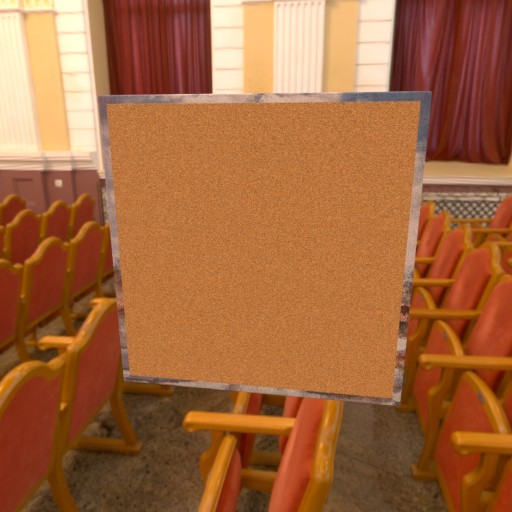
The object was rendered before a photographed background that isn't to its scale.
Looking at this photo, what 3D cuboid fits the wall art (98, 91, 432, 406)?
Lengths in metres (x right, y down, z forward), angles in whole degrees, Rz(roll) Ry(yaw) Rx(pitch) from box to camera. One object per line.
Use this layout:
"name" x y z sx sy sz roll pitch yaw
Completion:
"wall art" 0.000 0.000 1.481 1.010 1.020 0.040 3 16 9
